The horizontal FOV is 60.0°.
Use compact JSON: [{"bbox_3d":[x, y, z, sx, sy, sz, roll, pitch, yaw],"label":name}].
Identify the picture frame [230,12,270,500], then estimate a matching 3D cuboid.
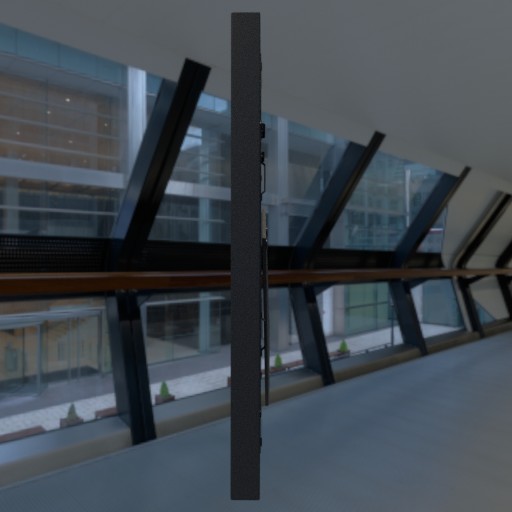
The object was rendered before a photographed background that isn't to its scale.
[{"bbox_3d":[0.000,0.000,0.501,0.036,0.383,0.307,0,0,1],"label":"picture frame"}]
